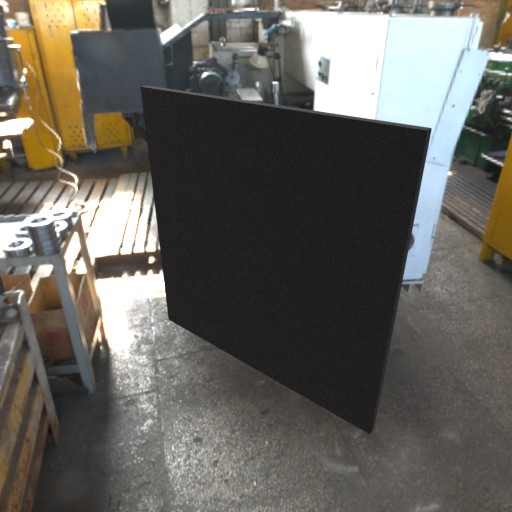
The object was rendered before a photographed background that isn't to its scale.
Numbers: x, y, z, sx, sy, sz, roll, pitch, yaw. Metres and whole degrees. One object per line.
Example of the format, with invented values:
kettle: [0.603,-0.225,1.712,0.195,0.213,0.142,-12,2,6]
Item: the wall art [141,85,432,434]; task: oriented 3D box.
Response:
wall art: [0.000,0.000,0.691,0.456,0.458,0.013,21,36,33]
